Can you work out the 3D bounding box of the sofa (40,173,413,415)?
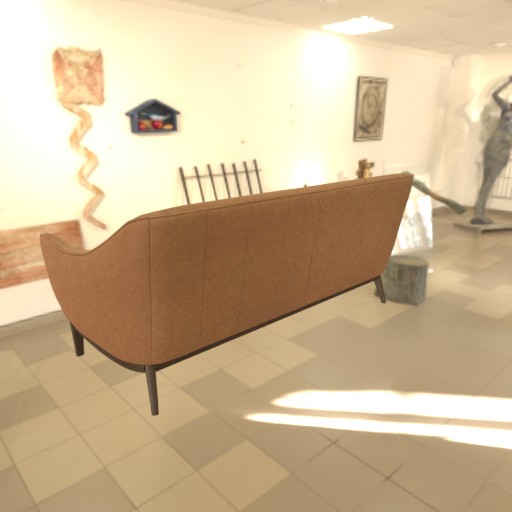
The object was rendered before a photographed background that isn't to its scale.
[{"bbox_3d":[0.000,0.000,2.384,1.928,0.830,0.869,-15,23,-40],"label":"sofa"}]
